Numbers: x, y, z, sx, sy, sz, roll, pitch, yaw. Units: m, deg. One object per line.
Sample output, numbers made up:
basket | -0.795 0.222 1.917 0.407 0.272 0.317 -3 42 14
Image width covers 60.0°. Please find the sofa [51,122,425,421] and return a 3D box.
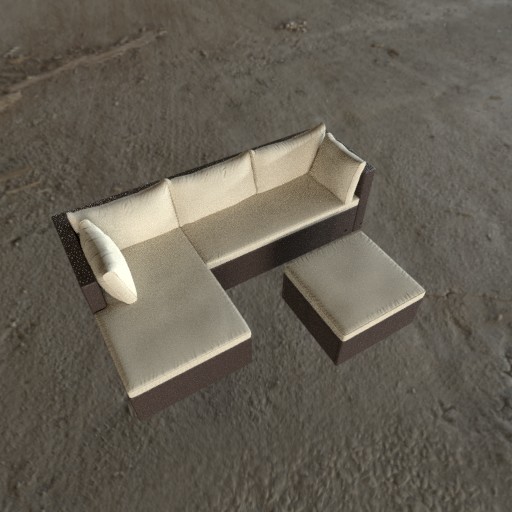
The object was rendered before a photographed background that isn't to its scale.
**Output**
sofa | 0.000 0.000 3.011 2.192 0.766 1.612 -24 52 -20
